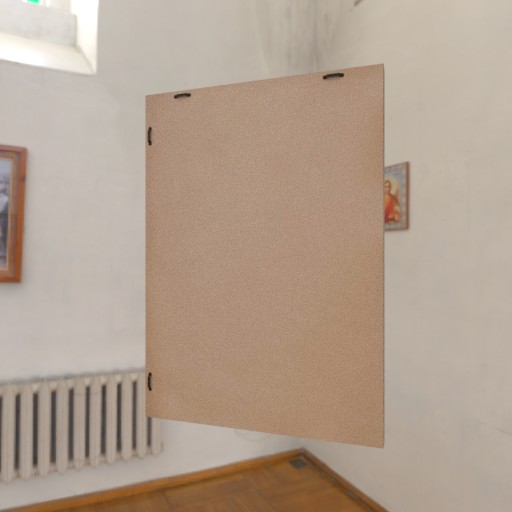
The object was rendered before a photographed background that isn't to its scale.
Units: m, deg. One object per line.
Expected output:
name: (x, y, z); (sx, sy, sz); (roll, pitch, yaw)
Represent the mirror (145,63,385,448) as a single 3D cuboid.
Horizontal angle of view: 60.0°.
mirror: (0.000, 0.000, 0.912); (0.507, 0.710, 0.040); (0, 0, 19)
